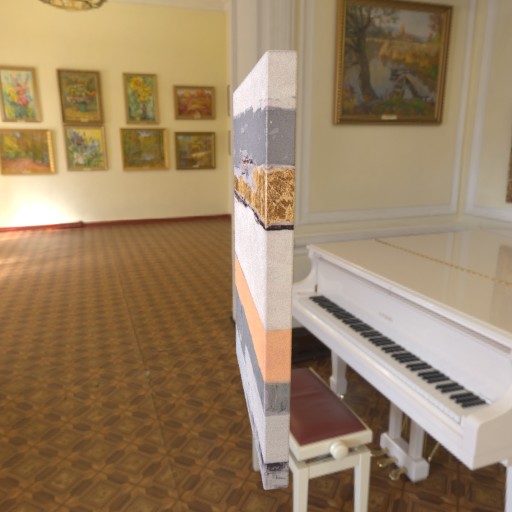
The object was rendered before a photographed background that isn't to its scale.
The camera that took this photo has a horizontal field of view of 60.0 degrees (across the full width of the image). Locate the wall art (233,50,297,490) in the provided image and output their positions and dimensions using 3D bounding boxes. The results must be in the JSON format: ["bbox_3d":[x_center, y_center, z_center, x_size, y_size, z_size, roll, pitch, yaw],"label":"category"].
[{"bbox_3d":[0.000,0.000,0.810,0.038,0.609,0.456,-2,14,-7],"label":"wall art"}]
